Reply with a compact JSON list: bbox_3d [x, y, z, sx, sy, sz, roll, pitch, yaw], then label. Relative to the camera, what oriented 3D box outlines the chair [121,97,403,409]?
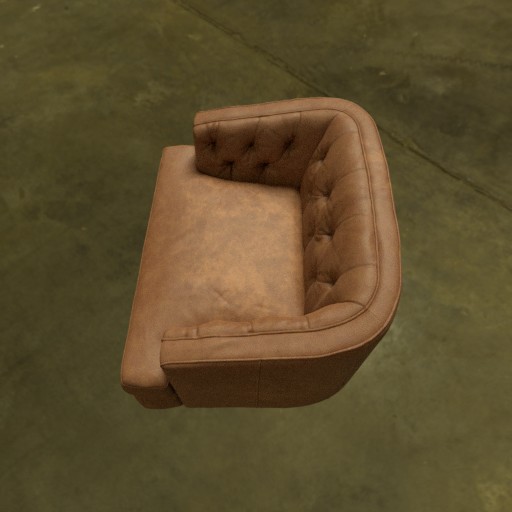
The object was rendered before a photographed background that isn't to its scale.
[{"bbox_3d":[0.000,0.000,1.789,0.911,0.836,1.119,1,58,1],"label":"chair"}]
